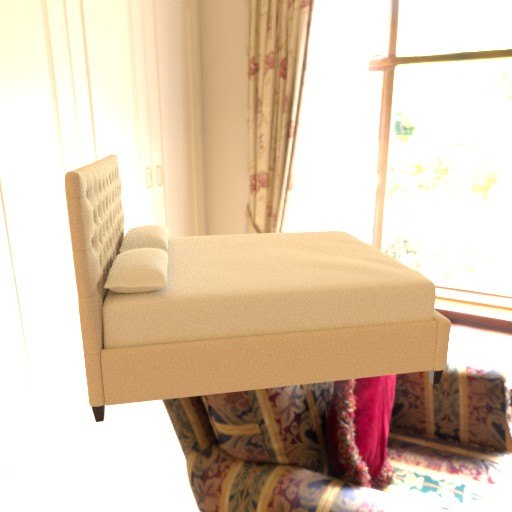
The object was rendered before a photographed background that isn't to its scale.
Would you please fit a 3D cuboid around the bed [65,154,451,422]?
[{"bbox_3d":[0.000,0.000,3.320,2.233,1.426,1.696,-3,16,-10],"label":"bed"}]
